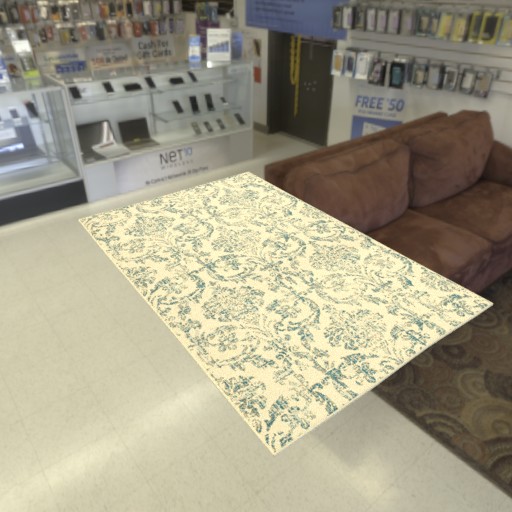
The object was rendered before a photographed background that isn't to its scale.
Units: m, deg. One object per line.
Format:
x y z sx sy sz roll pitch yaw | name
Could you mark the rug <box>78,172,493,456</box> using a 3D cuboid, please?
0.000 0.000 3.359 1.819 0.018 2.746 -22 39 -30 | rug
